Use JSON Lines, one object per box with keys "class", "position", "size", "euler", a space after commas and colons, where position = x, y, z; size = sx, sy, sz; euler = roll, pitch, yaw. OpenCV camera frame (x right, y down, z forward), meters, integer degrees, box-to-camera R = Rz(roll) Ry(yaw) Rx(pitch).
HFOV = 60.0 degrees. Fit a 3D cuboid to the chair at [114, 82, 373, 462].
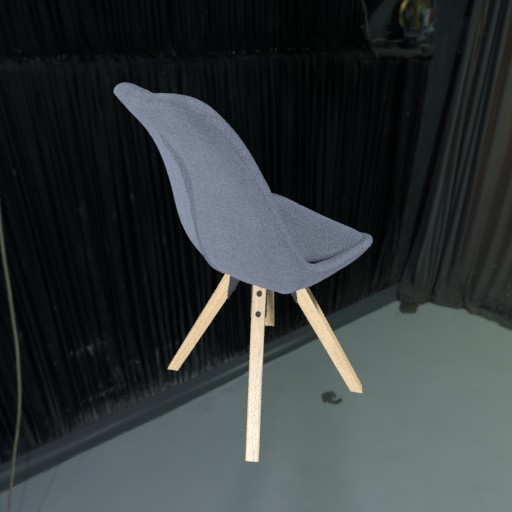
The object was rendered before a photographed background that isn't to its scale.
{"class": "chair", "position": [0.000, 0.000, 1.147], "size": [0.550, 0.850, 0.485], "euler": [-19, 33, -32]}
